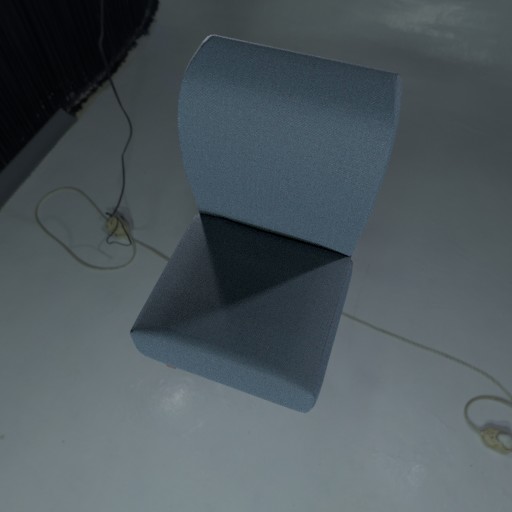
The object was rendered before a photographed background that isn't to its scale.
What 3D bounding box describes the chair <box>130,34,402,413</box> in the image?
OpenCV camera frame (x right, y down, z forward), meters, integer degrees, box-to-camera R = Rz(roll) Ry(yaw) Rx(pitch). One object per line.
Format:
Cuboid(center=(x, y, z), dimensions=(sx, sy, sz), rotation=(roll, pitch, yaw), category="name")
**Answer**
Cuboid(center=(0.000, 0.000, 1.156), dimensions=(0.513, 0.804, 0.592), rotation=(16, 59, 10), category="chair")
